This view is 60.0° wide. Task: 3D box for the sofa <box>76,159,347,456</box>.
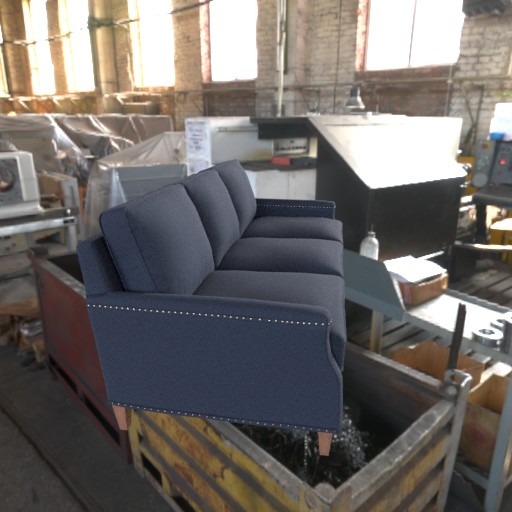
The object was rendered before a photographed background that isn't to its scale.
[{"bbox_3d":[0.000,0.000,2.758,1.084,1.003,2.246,3,18,10],"label":"sofa"}]
